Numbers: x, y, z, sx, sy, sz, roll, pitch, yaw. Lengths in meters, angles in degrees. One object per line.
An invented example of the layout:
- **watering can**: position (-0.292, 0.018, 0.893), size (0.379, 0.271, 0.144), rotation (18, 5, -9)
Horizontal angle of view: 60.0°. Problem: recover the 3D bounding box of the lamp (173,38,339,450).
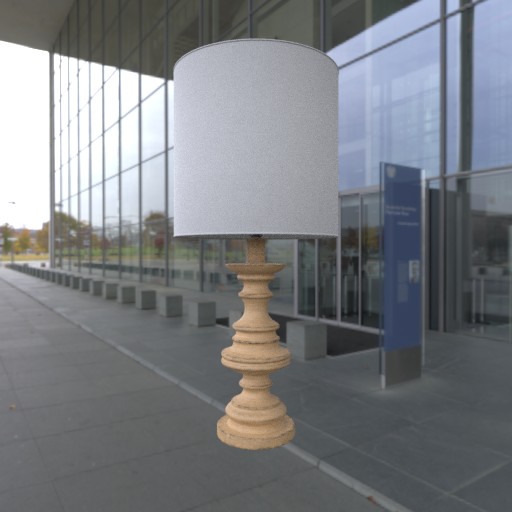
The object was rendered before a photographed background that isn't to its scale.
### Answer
- **lamp**: position (0.000, 0.000, 0.569), size (0.208, 0.455, 0.208), rotation (0, 1, -19)
